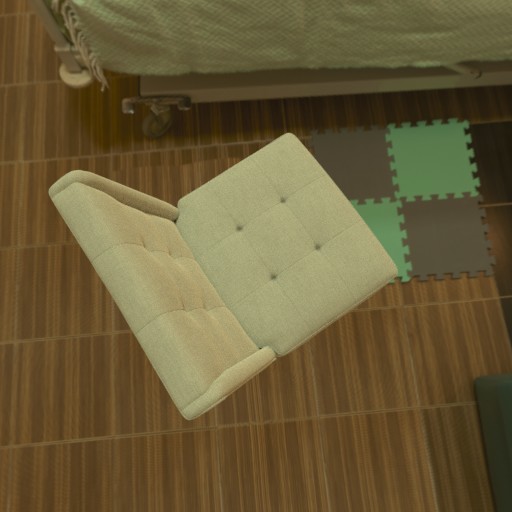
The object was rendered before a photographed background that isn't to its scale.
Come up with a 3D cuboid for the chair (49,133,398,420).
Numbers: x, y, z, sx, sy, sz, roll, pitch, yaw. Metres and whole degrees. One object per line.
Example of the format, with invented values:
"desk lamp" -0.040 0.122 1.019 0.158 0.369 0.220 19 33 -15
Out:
"chair" 0.000 0.000 1.298 0.676 0.853 0.569 -33 78 -8
